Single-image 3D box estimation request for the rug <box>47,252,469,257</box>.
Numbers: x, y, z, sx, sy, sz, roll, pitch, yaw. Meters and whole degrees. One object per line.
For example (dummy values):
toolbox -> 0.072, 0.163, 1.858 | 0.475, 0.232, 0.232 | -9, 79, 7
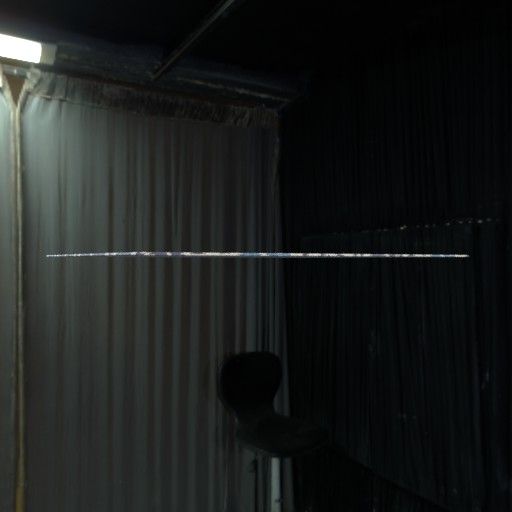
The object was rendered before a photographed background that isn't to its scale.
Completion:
rug -> 0.000, 0.000, 2.932 | 2.261, 0.013, 1.676 | 0, 0, -35
